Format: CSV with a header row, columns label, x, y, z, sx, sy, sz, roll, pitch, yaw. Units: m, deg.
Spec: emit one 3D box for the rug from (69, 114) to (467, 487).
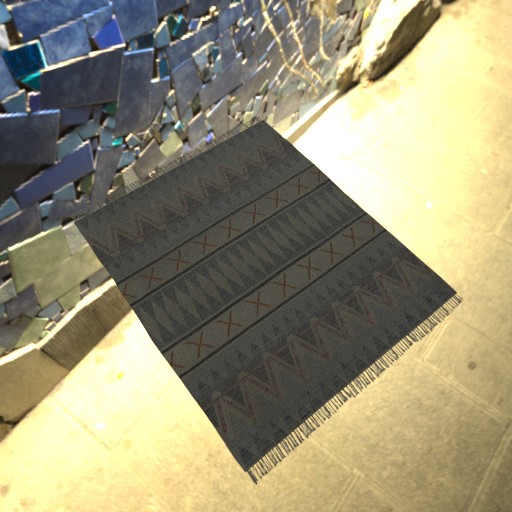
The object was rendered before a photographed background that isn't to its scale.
label,x,y,z,sx,sy,sz,roll,pitch,yaw
rug,0.000,0.000,4.097,2.371,0.012,3.000,-33,64,-19
